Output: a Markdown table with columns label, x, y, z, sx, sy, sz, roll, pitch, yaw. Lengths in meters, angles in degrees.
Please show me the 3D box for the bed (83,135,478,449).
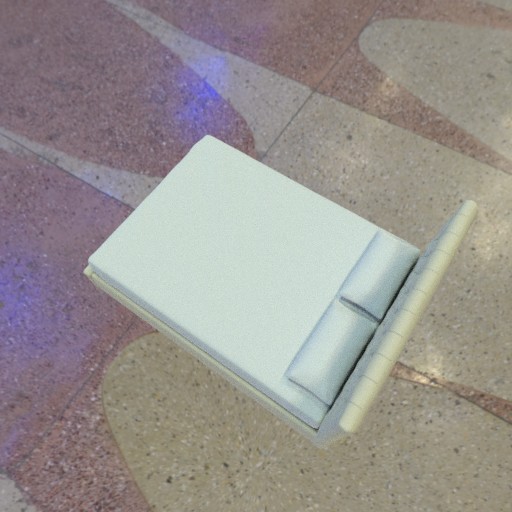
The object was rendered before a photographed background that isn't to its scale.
| label | x | y | z | sx | sy | sz | roll | pitch | yaw |
| --- | --- | --- | --- | --- | --- | --- | --- | --- | --- |
| bed | 0.000 | 0.000 | 3.464 | 2.387 | 1.427 | 1.698 | 32 | 68 | 14 |
